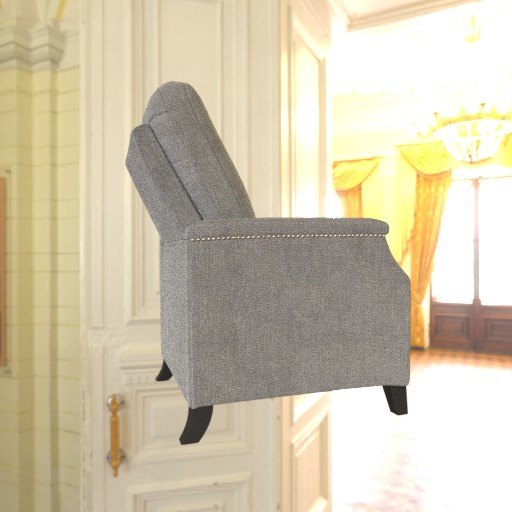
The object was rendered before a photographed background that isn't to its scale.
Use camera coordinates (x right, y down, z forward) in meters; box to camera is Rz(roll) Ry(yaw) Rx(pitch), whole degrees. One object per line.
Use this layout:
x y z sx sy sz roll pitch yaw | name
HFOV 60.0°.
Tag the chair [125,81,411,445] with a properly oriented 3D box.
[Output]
0.000 0.000 1.657 0.922 1.049 0.710 0 0 -19 | chair
